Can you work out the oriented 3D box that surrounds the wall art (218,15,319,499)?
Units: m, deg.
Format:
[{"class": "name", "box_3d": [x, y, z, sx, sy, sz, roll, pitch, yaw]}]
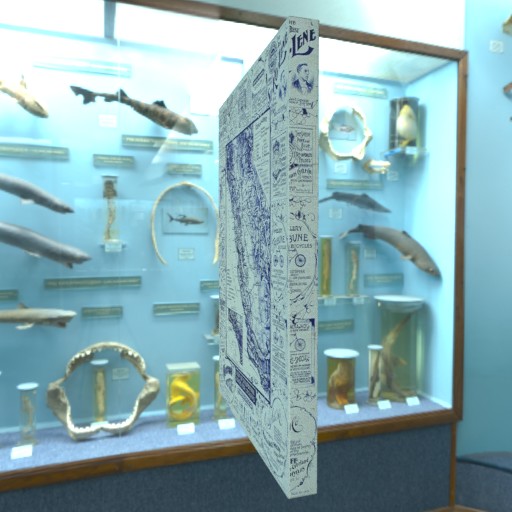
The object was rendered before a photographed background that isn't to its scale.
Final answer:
[{"class": "wall art", "box_3d": [0.000, 0.000, 0.469, 0.025, 0.376, 0.255, -1, 2, -17]}]
